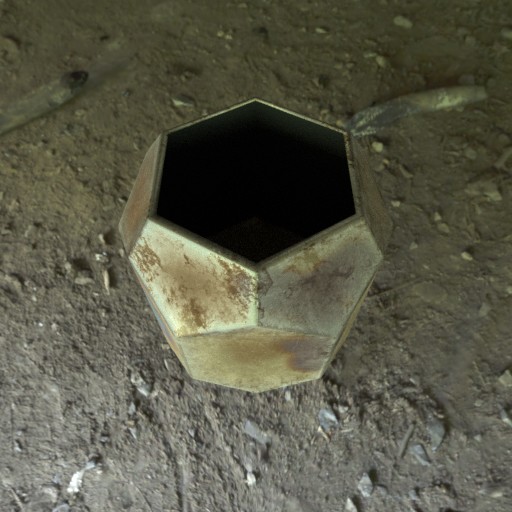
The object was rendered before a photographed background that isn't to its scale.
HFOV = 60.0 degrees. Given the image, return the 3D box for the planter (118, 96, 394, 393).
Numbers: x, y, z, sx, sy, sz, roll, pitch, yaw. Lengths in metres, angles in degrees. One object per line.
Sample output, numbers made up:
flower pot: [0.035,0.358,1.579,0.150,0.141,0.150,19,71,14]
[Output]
planter: [0.000,0.000,0.434,0.243,0.238,0.221,0,58,0]
